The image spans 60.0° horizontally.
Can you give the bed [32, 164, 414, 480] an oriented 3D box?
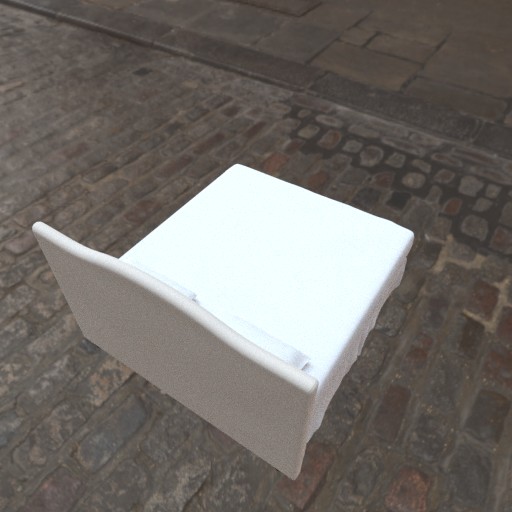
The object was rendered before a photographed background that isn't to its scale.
[{"bbox_3d":[0.000,0.000,3.526,2.083,1.421,2.182,26,51,23],"label":"bed"}]
